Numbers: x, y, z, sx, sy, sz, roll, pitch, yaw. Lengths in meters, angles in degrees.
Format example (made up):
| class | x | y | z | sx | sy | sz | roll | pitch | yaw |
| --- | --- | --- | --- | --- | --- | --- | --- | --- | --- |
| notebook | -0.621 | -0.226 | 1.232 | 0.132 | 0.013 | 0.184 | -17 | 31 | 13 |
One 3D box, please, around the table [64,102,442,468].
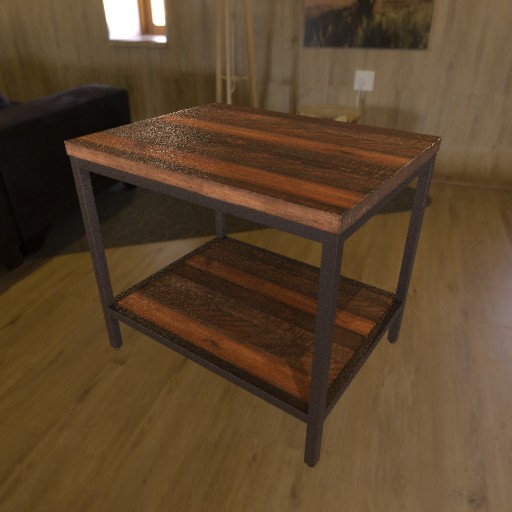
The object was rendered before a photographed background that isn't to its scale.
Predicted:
| class | x | y | z | sx | sy | sz | roll | pitch | yaw |
| --- | --- | --- | --- | --- | --- | --- | --- | --- | --- |
| table | 0.000 | 0.000 | 1.156 | 0.678 | 0.612 | 0.524 | 20 | 36 | 30 |
